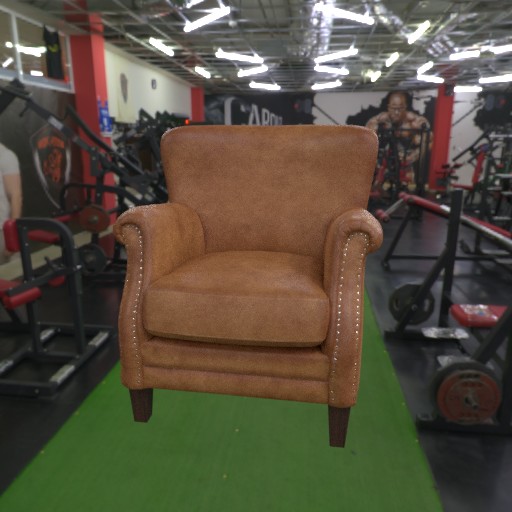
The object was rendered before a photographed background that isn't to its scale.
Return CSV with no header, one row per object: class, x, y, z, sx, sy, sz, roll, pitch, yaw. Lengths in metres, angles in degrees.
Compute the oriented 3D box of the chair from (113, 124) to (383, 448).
chair,0.000,0.000,1.620,0.861,0.936,0.921,2,15,9
